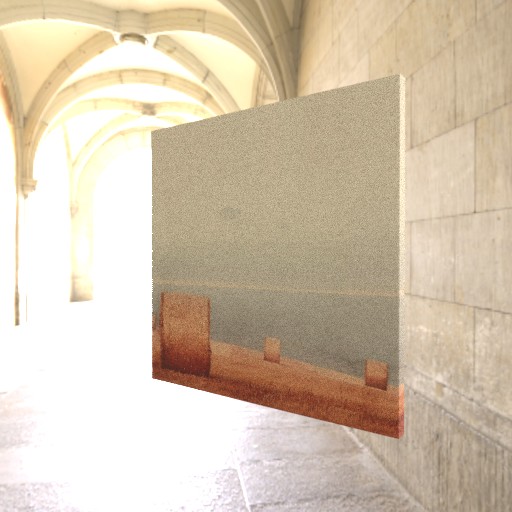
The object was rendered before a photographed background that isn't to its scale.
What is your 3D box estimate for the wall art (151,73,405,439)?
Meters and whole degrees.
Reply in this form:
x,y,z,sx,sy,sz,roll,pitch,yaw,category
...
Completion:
x,y,z,sx,sy,sz,roll,pitch,yaw,category
0.000,0.000,1.156,0.760,0.760,0.042,0,1,35,wall art
